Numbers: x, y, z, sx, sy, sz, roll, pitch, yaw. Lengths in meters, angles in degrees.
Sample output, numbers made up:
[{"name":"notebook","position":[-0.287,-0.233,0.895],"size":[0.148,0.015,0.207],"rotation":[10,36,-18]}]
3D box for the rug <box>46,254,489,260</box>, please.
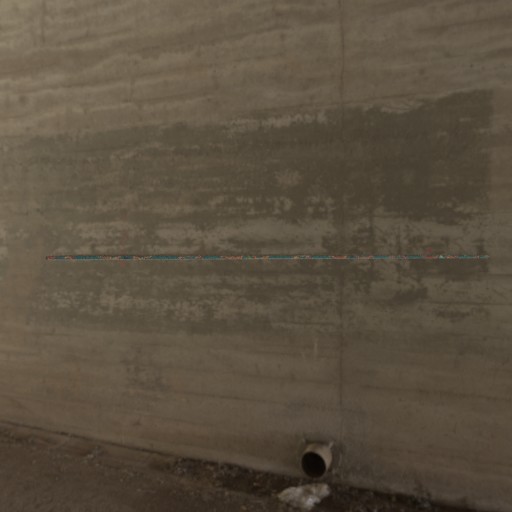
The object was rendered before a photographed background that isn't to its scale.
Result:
[{"name":"rug","position":[0.000,0.000,2.899],"size":[2.290,0.016,1.527],"rotation":[0,1,-17]}]
